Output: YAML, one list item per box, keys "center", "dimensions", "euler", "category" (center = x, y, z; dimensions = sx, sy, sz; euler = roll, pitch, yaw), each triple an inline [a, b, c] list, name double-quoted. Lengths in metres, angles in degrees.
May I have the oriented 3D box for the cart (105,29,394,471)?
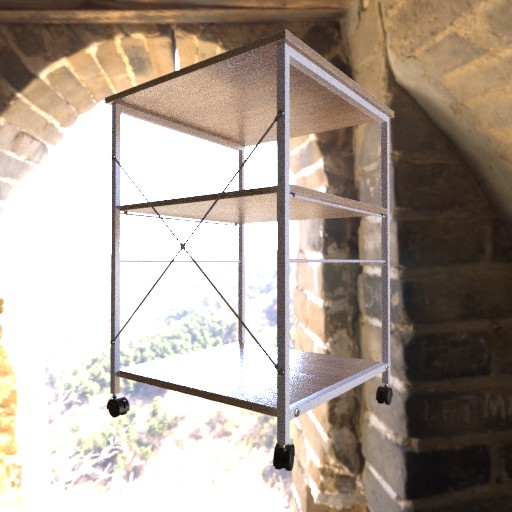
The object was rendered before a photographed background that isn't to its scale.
- center: [0.000, 0.000, 1.112]
  dimensions: [0.521, 0.762, 0.520]
  euler: [-1, -1, 37]
  category: "cart"
